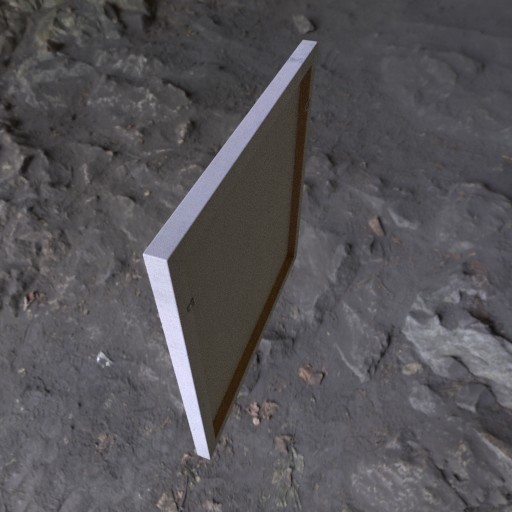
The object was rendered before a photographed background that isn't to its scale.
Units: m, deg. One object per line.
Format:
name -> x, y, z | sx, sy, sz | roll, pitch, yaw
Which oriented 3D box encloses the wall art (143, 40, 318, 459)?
wall art -> 0.000, 0.000, 1.108 | 0.041, 0.762, 0.762 | 15, 49, 14
